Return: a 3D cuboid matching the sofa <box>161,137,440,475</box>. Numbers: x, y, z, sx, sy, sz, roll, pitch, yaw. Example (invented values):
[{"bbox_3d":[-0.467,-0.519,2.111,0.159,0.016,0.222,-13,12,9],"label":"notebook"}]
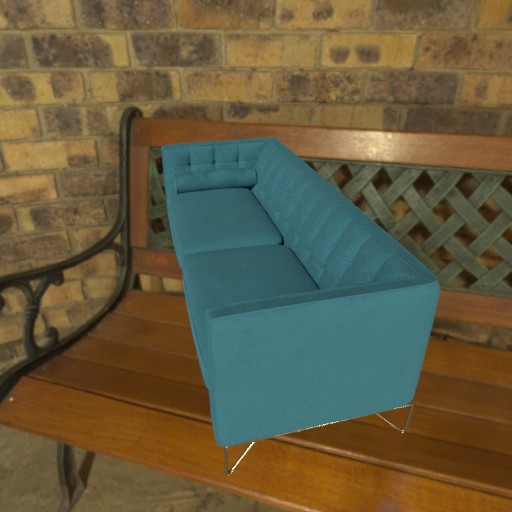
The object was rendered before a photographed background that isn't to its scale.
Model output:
[{"bbox_3d":[0.000,0.000,2.505,0.867,0.789,2.087,-7,30,-13],"label":"sofa"}]
